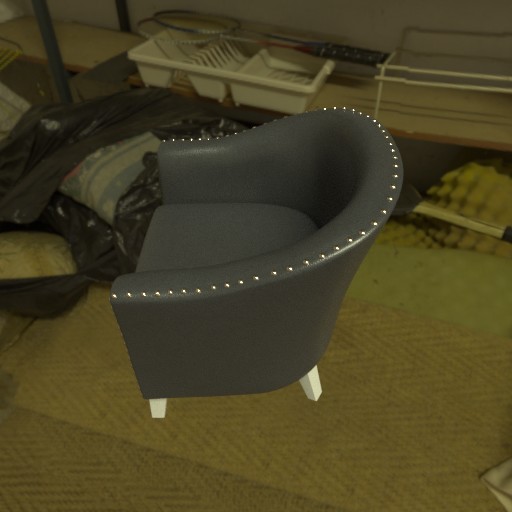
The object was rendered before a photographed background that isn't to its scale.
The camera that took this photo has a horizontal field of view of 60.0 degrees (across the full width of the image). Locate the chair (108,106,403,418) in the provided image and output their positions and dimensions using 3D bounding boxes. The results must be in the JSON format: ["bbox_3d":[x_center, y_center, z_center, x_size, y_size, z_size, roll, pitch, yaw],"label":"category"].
[{"bbox_3d":[0.000,0.000,1.446,0.748,0.823,0.794,0,41,0],"label":"chair"}]
